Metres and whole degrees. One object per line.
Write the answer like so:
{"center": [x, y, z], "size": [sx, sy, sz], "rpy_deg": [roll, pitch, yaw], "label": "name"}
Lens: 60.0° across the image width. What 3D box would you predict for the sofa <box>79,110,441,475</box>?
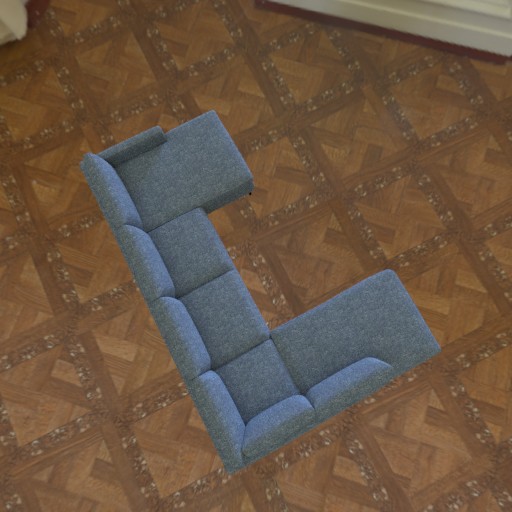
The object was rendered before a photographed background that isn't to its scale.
{"center": [0.000, 0.000, 3.633], "size": [1.879, 0.756, 2.737], "rpy_deg": [-28, 78, -6], "label": "sofa"}
